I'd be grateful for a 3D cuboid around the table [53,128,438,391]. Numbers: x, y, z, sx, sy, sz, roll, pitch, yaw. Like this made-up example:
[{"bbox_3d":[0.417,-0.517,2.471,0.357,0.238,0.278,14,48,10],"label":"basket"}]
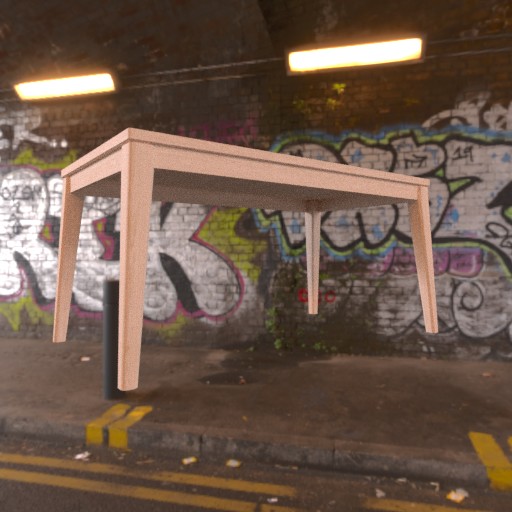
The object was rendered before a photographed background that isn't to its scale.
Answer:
[{"bbox_3d":[0.000,0.000,2.090,1.600,0.760,0.900,0,0,-36],"label":"table"}]
